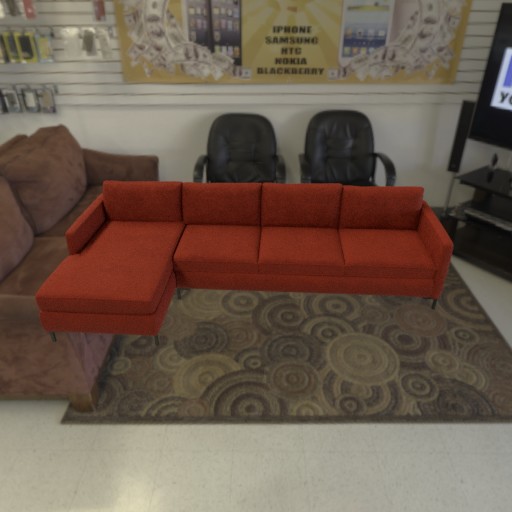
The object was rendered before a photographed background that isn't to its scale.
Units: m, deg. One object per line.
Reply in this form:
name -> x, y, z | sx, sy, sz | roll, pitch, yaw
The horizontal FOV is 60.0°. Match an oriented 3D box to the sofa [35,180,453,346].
sofa -> 0.000, 0.000, 2.909 | 2.467, 0.663, 1.136 | 2, 31, 3
